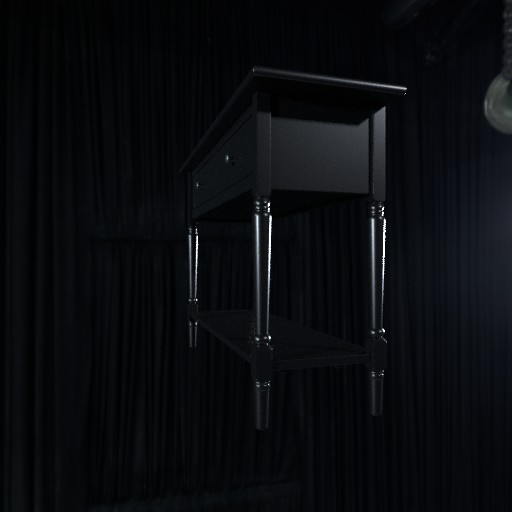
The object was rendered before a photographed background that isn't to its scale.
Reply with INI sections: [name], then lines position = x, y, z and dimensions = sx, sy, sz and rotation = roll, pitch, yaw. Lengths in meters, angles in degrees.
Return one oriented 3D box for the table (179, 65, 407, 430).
[table]
position = 0.000, 0.000, 1.572
dimensions = 0.386, 0.819, 1.191
rotation = 0, 0, -17
